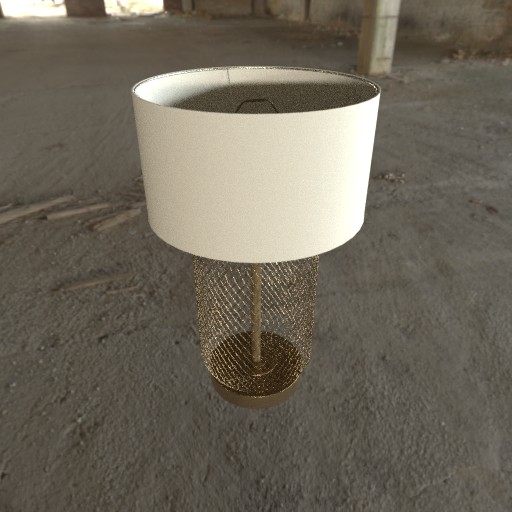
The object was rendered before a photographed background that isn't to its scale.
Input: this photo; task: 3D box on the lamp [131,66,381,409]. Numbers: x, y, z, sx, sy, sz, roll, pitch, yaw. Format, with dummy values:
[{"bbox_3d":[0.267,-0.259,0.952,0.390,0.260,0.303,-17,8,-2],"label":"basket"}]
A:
[{"bbox_3d":[0.000,0.000,0.790,0.353,0.578,0.353,0,31,0],"label":"lamp"}]
